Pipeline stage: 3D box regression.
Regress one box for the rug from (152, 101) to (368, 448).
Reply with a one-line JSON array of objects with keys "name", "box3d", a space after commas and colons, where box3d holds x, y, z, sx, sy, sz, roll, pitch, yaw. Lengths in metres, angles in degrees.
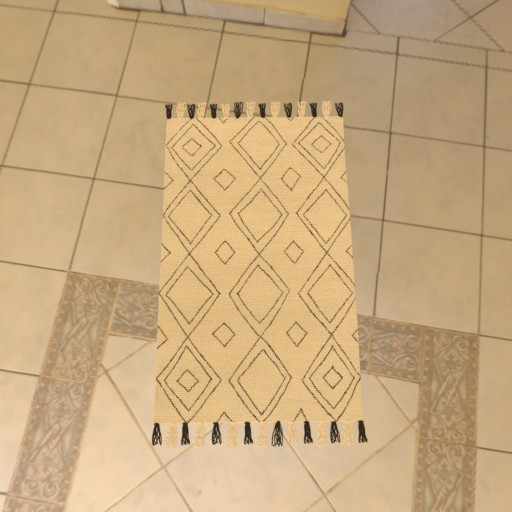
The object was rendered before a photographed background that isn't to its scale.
[{"name": "rug", "box3d": [0.000, 0.000, 3.440, 1.524, 0.021, 2.755, -1, 75, 0]}]
